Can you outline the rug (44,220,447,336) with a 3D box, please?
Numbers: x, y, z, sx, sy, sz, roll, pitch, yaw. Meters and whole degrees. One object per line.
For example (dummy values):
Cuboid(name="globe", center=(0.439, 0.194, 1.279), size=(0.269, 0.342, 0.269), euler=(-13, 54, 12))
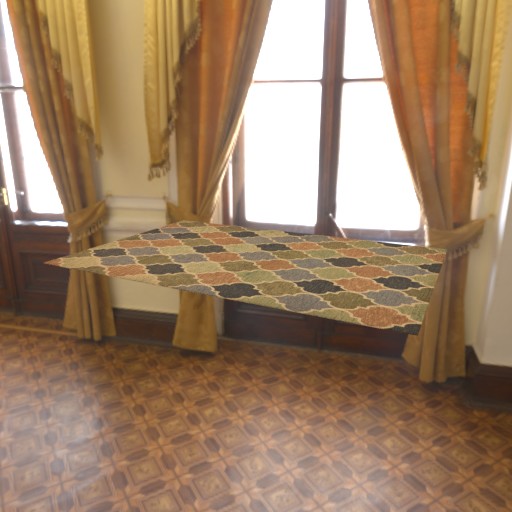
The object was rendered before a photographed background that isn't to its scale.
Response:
Cuboid(name="rug", center=(0.000, 0.000, 3.000), size=(2.284, 0.006, 1.521), euler=(8, 18, 26))
